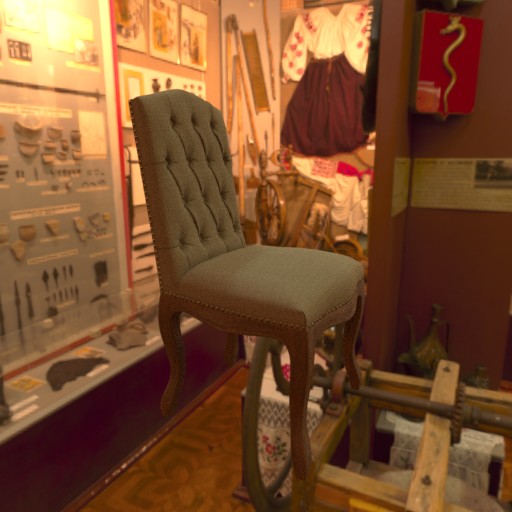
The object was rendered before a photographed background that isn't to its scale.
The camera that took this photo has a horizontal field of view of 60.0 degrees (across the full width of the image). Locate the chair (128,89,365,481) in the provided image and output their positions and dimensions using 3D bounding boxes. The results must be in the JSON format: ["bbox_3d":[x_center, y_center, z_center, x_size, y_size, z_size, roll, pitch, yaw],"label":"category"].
[{"bbox_3d":[0.000,0.000,1.621,0.731,1.191,0.637,7,15,27],"label":"chair"}]
